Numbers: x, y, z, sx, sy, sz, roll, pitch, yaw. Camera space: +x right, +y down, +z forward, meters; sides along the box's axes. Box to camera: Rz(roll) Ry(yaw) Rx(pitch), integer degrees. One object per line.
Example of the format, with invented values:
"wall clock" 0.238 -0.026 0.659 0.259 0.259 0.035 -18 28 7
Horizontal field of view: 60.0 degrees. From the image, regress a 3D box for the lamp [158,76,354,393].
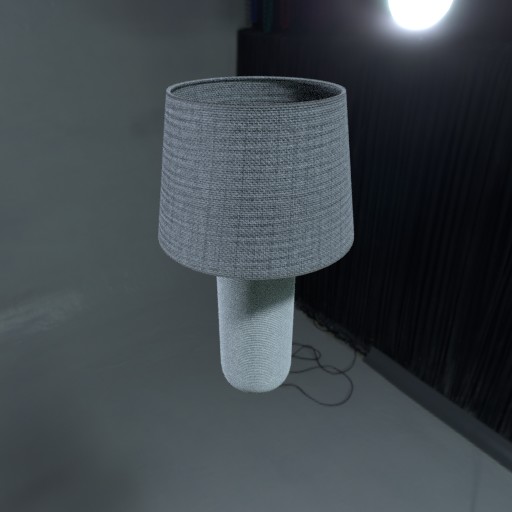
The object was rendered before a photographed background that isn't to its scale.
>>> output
"lamp" 0.000 0.000 0.599 0.251 0.429 0.251 0 29 0
